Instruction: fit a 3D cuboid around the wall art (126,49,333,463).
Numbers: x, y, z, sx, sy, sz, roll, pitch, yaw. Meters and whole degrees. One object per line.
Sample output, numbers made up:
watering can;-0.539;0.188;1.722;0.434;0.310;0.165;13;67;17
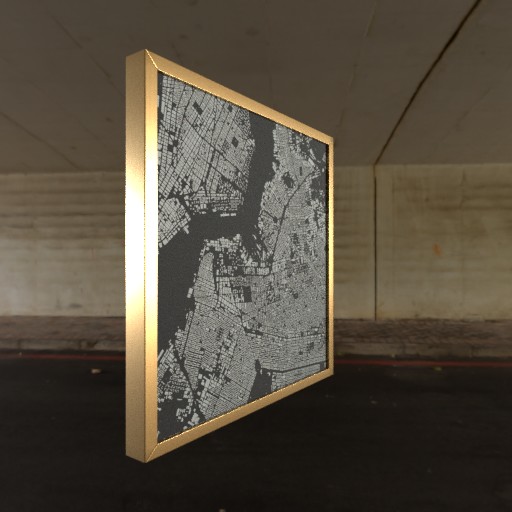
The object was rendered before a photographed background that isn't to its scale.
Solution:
wall art;0.000;0.000;0.455;0.023;0.305;0.305;0;0;36
